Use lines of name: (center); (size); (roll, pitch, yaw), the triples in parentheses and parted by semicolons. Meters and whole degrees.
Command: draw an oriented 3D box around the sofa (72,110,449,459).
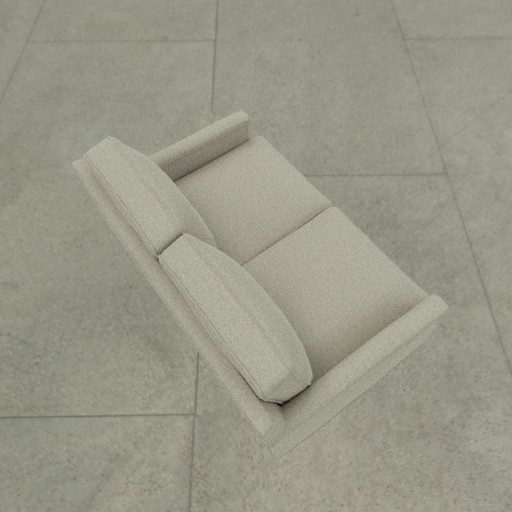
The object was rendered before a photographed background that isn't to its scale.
sofa: (0.000, 0.000, 2.223); (1.084, 1.003, 1.597); (-32, 63, -18)
